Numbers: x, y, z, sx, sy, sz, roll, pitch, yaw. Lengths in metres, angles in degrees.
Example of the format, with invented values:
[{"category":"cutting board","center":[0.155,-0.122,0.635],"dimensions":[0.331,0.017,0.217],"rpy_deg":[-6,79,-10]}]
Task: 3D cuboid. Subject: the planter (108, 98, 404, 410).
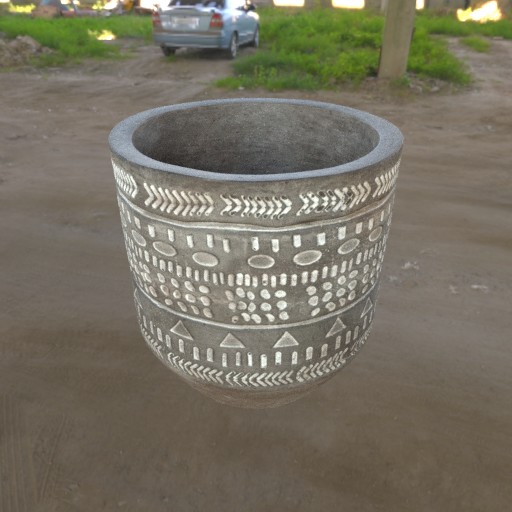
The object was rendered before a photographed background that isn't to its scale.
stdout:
[{"category":"planter","center":[0.000,0.000,0.220],"dimensions":[0.122,0.128,0.122],"rpy_deg":[0,31,0]}]
